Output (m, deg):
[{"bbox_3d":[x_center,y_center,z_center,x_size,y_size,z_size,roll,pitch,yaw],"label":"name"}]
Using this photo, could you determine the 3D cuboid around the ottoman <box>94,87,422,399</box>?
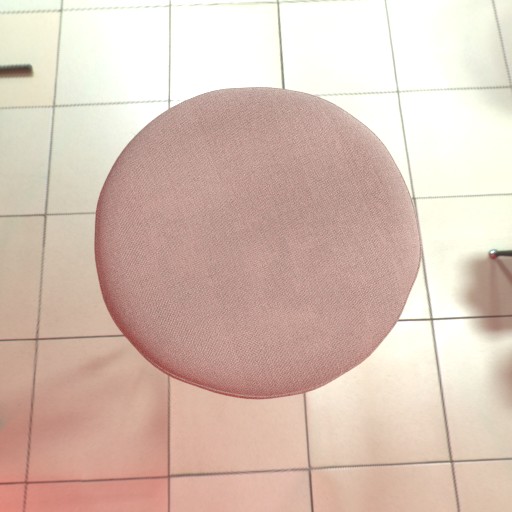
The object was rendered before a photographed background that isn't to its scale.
[{"bbox_3d":[0.000,0.000,0.831,0.497,0.409,0.497,0,76,0],"label":"ottoman"}]
